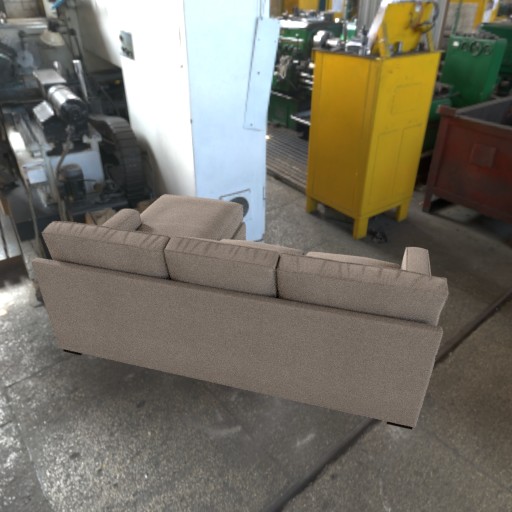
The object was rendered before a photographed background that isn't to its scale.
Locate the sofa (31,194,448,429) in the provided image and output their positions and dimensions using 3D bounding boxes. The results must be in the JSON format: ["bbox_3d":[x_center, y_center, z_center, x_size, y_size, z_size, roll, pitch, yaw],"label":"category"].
[{"bbox_3d":[0.000,0.000,2.855,2.087,0.861,1.496,9,33,13],"label":"sofa"}]
